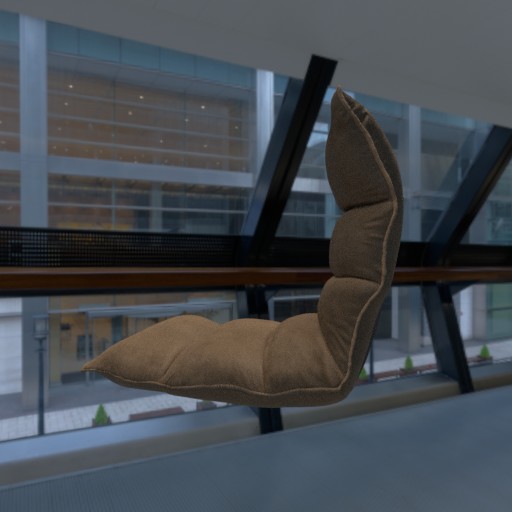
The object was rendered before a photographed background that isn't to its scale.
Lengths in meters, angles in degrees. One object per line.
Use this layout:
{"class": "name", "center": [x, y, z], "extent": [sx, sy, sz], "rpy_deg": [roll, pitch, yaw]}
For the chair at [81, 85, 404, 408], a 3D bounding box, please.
{"class": "chair", "center": [0.000, 0.000, 1.582], "extent": [0.985, 0.892, 0.714], "rpy_deg": [0, 1, 17]}
